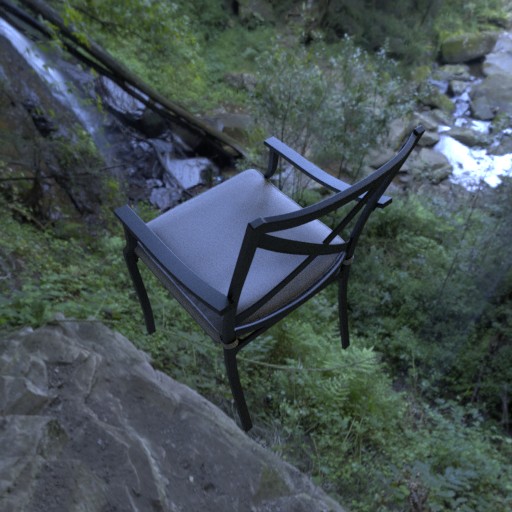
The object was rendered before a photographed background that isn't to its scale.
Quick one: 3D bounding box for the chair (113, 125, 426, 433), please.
[{"bbox_3d":[0.000,0.000,1.298,0.575,0.889,0.620,-32,54,-27],"label":"chair"}]
